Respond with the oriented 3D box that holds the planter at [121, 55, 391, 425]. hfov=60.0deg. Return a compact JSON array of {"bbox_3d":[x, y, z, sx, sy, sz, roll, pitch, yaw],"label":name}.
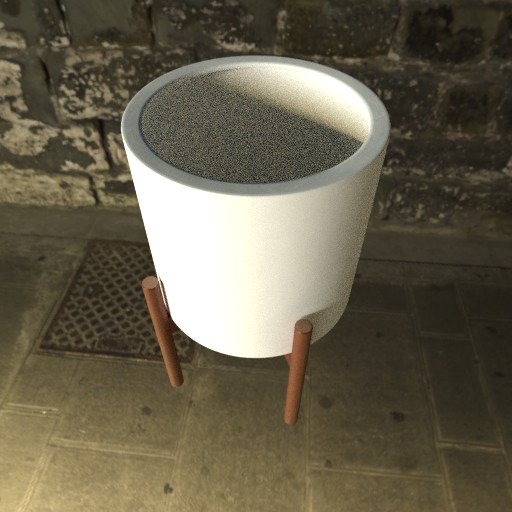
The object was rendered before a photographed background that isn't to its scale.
[{"bbox_3d":[0.000,0.000,0.944,0.417,0.670,0.417,15,49,13],"label":"planter"}]
